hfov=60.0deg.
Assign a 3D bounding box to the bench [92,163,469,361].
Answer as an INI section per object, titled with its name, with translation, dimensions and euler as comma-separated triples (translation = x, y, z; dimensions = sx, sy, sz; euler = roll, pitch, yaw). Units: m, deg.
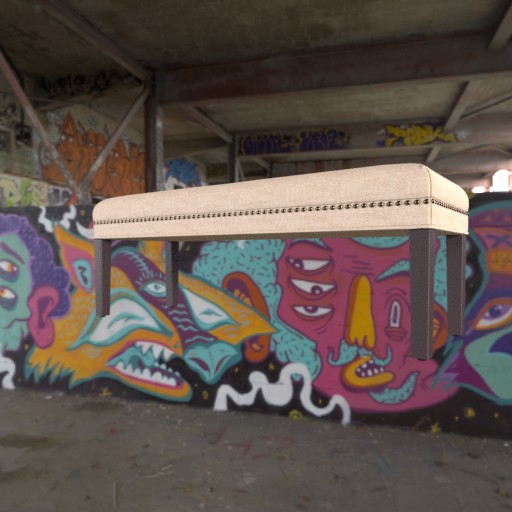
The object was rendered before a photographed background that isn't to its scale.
[bench]
translation = 0.000, 0.000, 1.466
dimensions = 1.219, 0.457, 0.410
euler = 0, 0, 36
